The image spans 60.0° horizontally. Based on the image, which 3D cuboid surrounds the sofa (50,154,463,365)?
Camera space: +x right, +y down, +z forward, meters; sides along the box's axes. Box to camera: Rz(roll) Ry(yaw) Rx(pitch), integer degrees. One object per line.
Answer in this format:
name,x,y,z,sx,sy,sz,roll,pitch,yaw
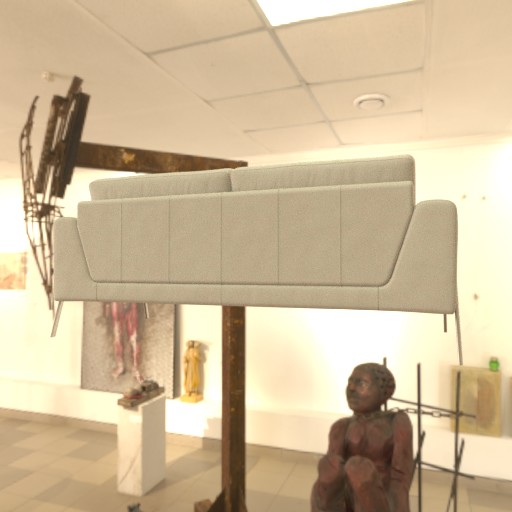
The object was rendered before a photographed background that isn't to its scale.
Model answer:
sofa,0.000,0.000,2.483,2.017,0.875,0.953,0,-1,20
